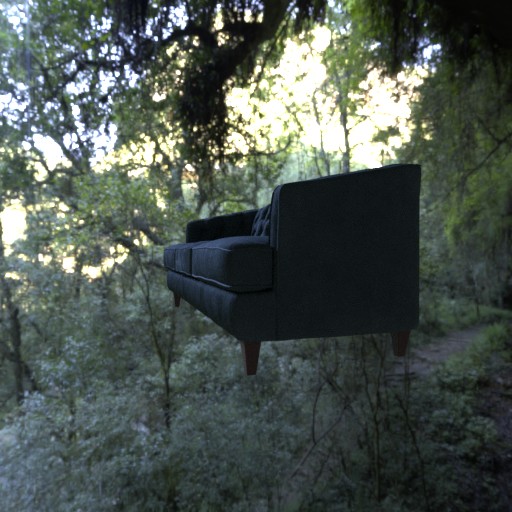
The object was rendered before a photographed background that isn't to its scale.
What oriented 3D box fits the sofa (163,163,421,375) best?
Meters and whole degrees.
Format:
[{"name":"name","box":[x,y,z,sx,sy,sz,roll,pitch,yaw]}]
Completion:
[{"name":"sofa","box":[0.000,0.000,2.754,0.941,0.855,2.278,0,1,-17]}]
